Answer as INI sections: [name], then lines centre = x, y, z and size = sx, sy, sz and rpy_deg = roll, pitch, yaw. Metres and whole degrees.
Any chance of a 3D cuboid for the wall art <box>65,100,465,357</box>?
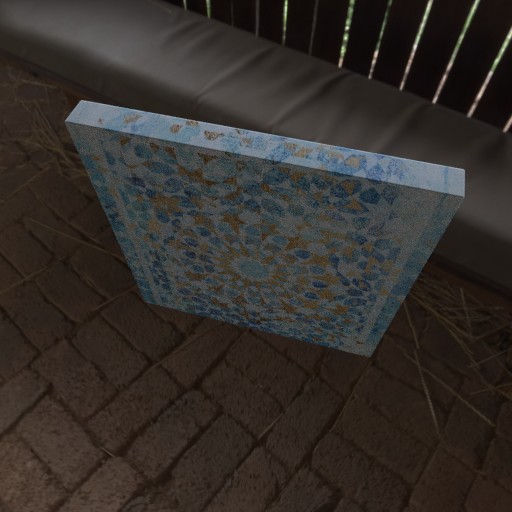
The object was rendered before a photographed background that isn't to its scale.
[wall art]
centre = 0.000, 0.000, 0.613
size = 0.405, 0.405, 0.037
rpy_deg = 13, 57, 8
